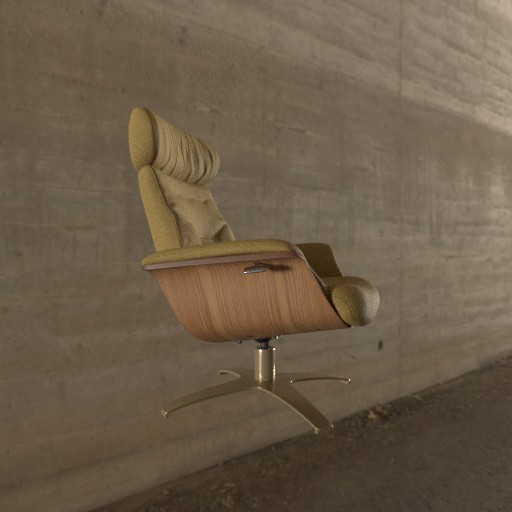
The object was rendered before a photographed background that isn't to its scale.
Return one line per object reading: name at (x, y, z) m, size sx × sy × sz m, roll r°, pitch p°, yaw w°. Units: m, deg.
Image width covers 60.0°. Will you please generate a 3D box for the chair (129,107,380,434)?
chair at (0.000, 0.000, 1.558) m, size 0.837 × 0.995 × 0.785 m, roll 0°, pitch 1°, yaw 17°
